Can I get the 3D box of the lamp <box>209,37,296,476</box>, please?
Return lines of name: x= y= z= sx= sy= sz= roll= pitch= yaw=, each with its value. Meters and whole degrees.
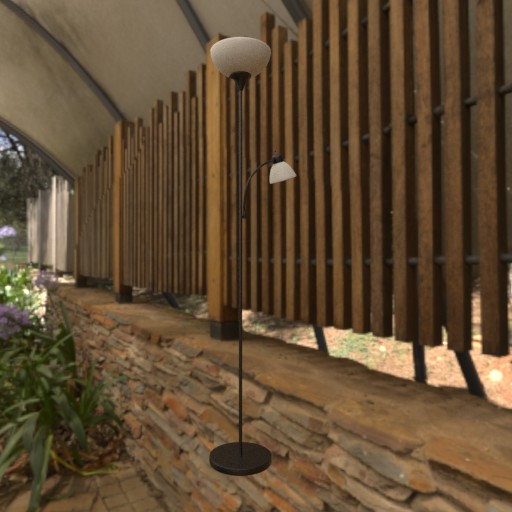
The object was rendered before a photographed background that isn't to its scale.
lamp: x=0.000 y=0.000 z=2.007 sx=0.442 sy=1.804 sz=0.279 roll=0 pitch=-1 yaw=-37
